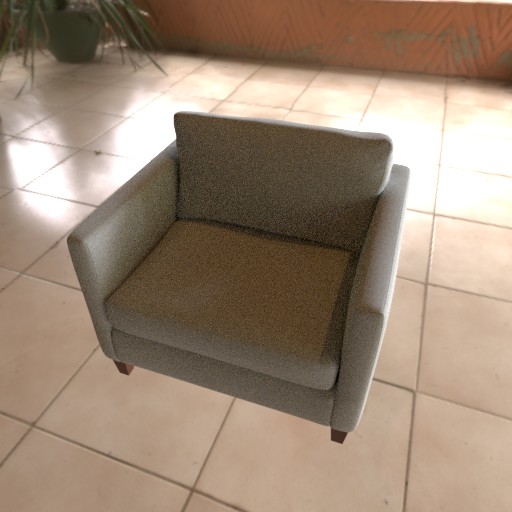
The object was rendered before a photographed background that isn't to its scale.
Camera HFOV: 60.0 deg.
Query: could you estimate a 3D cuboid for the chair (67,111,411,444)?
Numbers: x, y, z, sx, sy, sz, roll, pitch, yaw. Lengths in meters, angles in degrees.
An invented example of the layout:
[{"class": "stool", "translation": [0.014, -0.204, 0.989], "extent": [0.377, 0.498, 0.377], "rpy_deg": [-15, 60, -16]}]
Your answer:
[{"class": "chair", "translation": [0.000, 0.000, 1.855], "extent": [1.107, 0.961, 0.953], "rpy_deg": [13, 41, 15]}]
